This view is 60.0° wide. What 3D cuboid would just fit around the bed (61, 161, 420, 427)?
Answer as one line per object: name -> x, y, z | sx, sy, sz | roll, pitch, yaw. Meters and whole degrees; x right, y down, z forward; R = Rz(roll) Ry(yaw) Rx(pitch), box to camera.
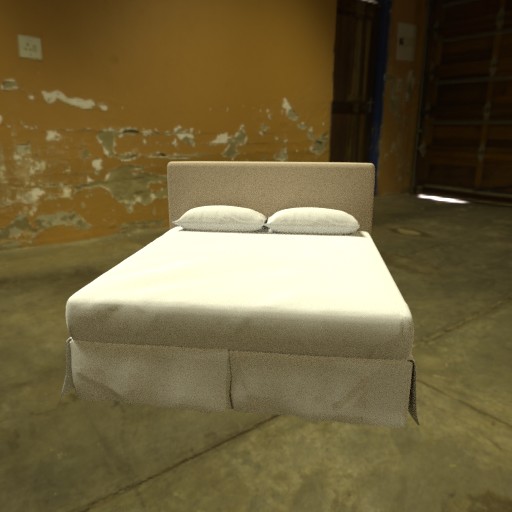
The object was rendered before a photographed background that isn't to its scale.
bed -> 0.000, 0.000, 3.470 | 2.119, 1.317, 2.319 | 2, 16, 7
